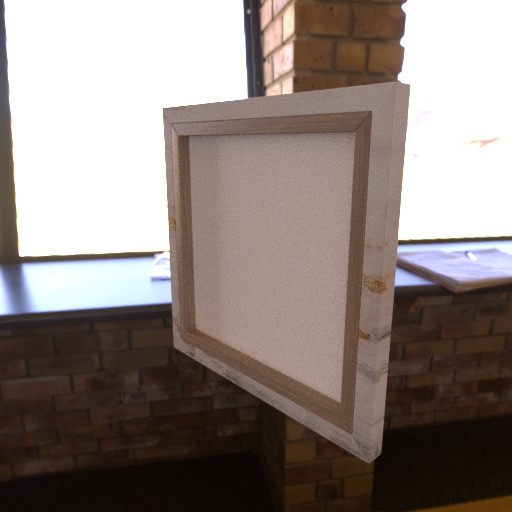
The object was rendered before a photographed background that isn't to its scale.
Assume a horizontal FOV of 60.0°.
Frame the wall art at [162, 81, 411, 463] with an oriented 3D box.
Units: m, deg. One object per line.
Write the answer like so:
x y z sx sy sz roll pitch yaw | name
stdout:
0.000 0.000 0.912 0.040 0.613 0.611 -13 19 -41 | wall art
